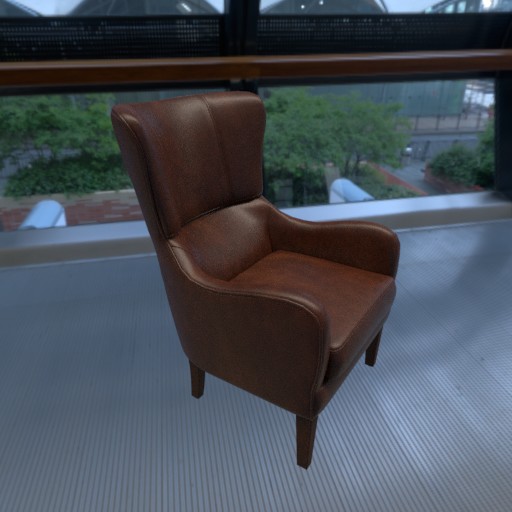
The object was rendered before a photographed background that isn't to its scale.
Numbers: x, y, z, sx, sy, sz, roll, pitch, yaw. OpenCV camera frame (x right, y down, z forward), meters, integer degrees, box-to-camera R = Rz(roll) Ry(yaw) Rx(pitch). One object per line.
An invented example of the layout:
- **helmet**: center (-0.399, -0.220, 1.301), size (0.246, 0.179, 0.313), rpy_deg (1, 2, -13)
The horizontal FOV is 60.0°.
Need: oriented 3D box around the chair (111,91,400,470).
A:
- **chair**: center (0.000, 0.000, 1.603), size (0.914, 1.048, 0.692), rpy_deg (16, 30, 30)
